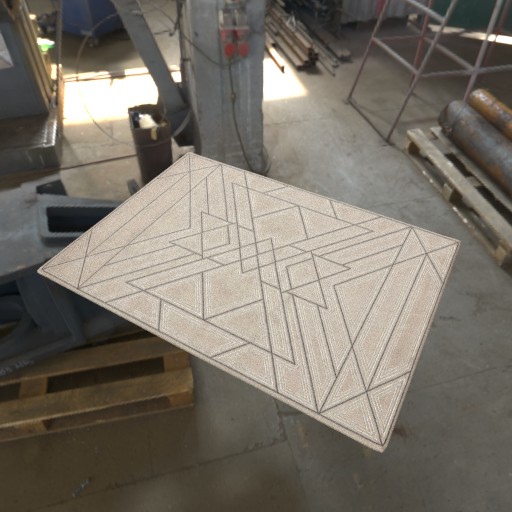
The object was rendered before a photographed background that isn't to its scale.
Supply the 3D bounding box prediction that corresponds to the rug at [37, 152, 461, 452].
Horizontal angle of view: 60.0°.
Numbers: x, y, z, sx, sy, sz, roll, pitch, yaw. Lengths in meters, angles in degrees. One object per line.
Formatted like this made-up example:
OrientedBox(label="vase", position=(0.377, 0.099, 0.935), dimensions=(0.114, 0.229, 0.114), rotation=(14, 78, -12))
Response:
OrientedBox(label="rug", position=(0.000, 0.000, 4.317), dimensions=(3.381, 0.026, 2.436), rotation=(22, 49, 21))
